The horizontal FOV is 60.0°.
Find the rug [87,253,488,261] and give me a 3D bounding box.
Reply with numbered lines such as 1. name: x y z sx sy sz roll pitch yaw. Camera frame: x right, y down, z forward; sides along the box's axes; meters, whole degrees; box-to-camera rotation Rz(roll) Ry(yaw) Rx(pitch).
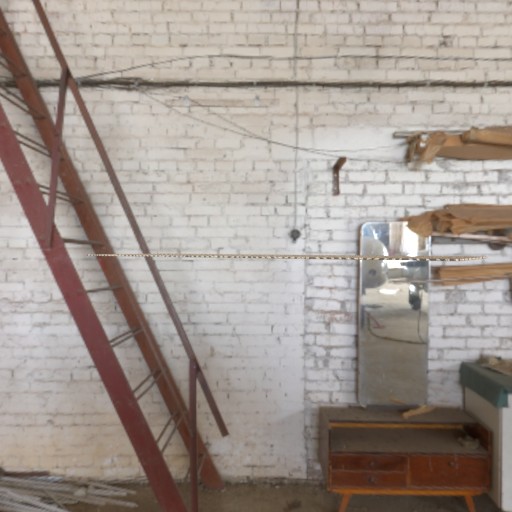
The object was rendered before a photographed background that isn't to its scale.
1. rug: 0.000 0.000 2.527 2.277 0.008 0.676 1 1 36
